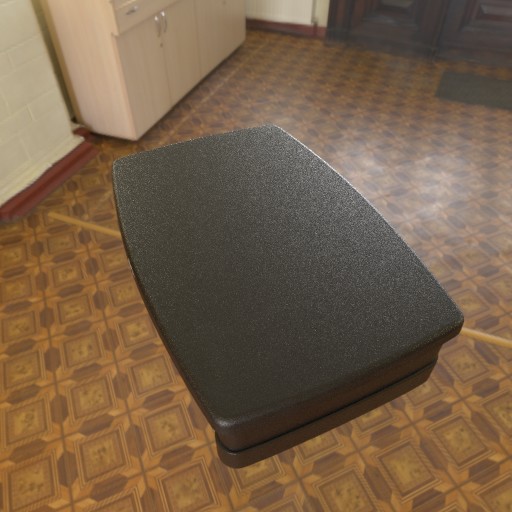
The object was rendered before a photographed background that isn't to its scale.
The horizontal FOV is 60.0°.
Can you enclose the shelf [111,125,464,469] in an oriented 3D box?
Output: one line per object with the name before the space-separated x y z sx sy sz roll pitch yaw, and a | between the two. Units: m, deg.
shelf | 0.000 0.000 0.520 0.280 0.100 0.410 -18 47 -17
